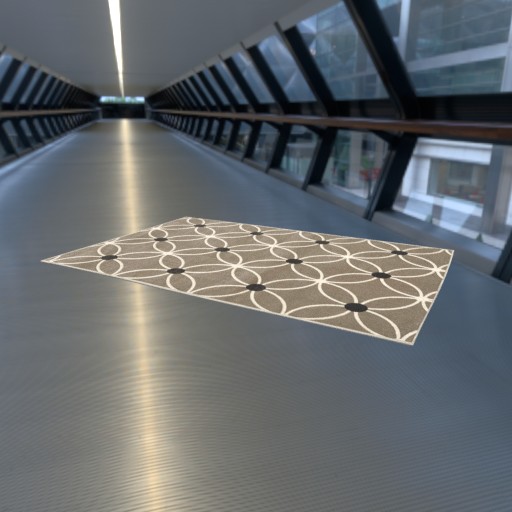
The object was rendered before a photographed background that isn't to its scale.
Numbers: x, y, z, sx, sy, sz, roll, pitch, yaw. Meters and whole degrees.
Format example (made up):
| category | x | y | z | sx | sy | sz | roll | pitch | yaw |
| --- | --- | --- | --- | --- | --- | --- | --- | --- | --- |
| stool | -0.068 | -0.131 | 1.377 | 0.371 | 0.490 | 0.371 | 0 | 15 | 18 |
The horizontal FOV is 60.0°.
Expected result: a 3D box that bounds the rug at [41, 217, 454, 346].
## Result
| category | x | y | z | sx | sy | sz | roll | pitch | yaw |
| --- | --- | --- | --- | --- | --- | --- | --- | --- | --- |
| rug | 0.000 | 0.000 | 2.917 | 2.284 | 0.008 | 1.522 | 9 | 19 | 27 |
